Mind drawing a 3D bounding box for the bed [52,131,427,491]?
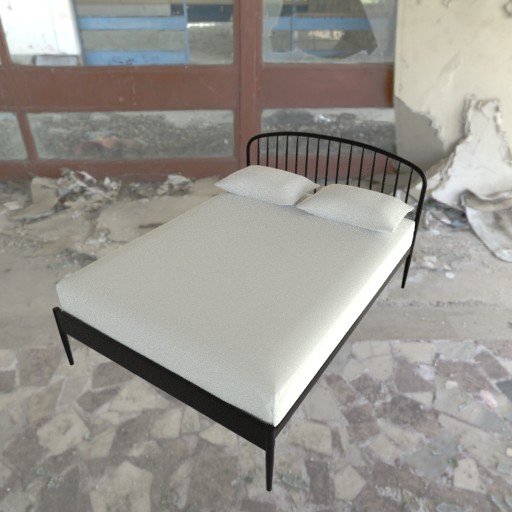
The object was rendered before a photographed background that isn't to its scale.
[{"bbox_3d":[0.000,0.000,3.070,1.618,1.166,2.159,19,36,28],"label":"bed"}]
